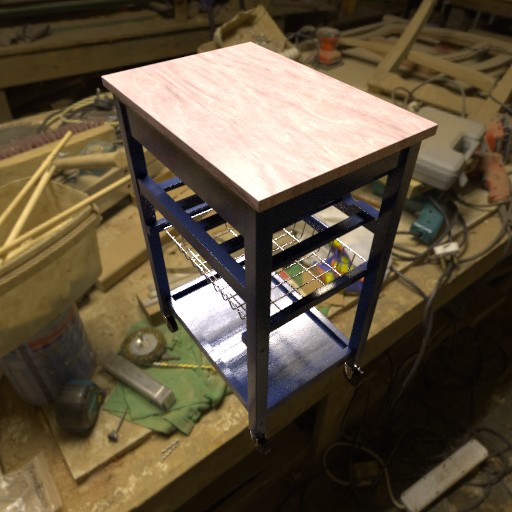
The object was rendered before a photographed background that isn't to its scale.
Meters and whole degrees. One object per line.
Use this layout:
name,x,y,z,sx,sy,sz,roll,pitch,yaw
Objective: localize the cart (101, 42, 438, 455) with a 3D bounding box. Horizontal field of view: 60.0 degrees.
cart,0.000,0.000,1.154,0.403,0.839,0.584,-26,49,-26
